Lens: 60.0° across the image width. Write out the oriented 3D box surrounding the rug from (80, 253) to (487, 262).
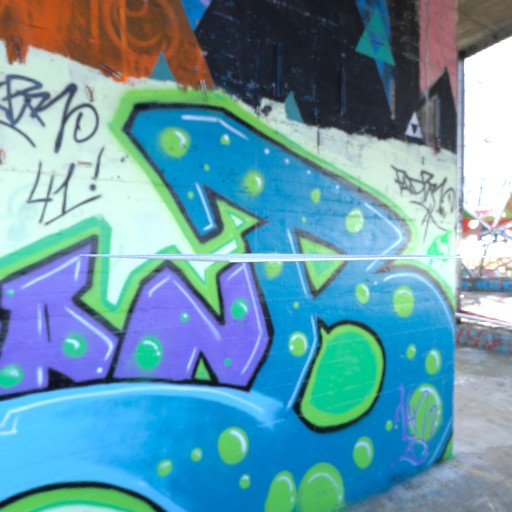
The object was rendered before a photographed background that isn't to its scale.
[{"bbox_3d":[0.000,0.000,3.985,2.353,0.014,2.945,-1,1,-35],"label":"rug"}]
